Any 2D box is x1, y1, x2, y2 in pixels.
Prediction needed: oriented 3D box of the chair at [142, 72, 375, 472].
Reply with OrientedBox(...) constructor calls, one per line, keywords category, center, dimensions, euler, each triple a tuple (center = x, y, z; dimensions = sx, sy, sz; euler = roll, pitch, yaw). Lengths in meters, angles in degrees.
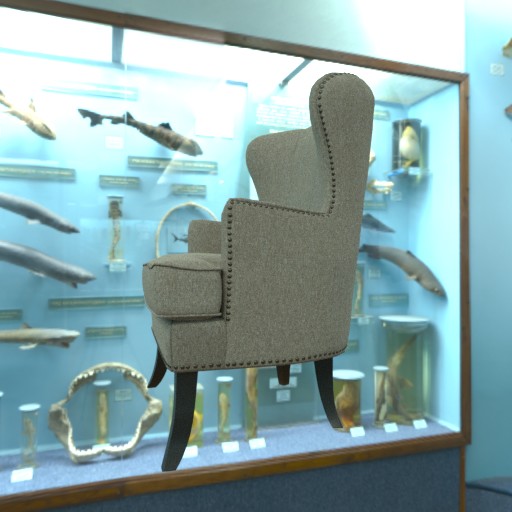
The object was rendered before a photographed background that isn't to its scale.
OrientedBox(category="chair", center=(0.000, 0.000, 1.545), dimensions=(0.758, 1.060, 0.759), euler=(0, 0, -17))
